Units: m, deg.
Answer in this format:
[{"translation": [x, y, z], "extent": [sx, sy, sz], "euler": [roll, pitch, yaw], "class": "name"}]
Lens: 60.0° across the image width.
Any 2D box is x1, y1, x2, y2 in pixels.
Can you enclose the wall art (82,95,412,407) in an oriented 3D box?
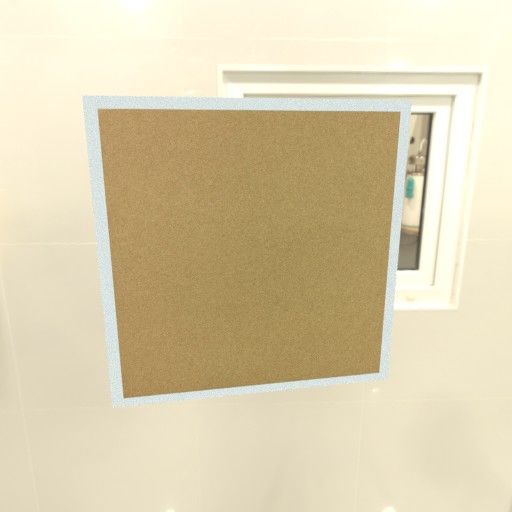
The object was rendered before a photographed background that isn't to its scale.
[{"translation": [0.000, 0.000, 0.457], "extent": [0.307, 0.307, 0.020], "euler": [-3, 16, -10], "class": "wall art"}]
